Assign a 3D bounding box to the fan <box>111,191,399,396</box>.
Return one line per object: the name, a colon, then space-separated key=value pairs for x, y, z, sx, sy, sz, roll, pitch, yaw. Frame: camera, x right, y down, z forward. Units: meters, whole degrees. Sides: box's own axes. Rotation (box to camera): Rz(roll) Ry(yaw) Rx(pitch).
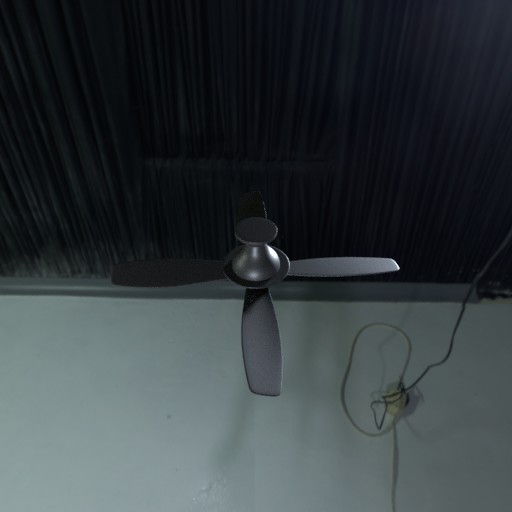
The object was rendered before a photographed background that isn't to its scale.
fan: x=0.000 y=0.000 z=2.566 sx=1.694 sy=0.382 sz=1.694 roll=-2 pitch=40 yaw=-2
